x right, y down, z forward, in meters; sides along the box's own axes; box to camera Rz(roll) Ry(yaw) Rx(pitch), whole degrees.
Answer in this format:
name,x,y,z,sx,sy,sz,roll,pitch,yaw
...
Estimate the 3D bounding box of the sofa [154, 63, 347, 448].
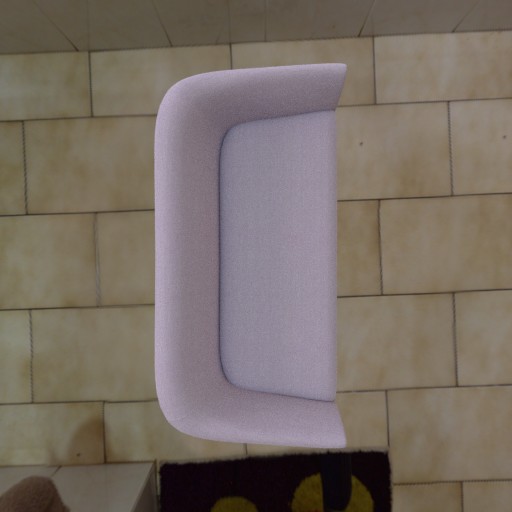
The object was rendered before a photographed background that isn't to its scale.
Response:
name,x,y,z,sx,sy,sz,roll,pitch,yaw
sofa,0.000,0.000,1.885,0.705,0.721,1.452,0,90,1
